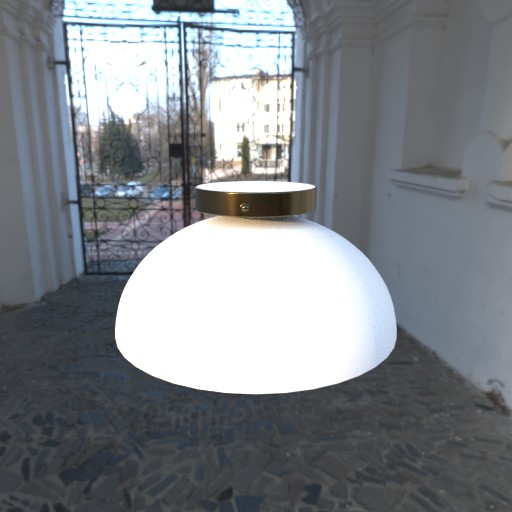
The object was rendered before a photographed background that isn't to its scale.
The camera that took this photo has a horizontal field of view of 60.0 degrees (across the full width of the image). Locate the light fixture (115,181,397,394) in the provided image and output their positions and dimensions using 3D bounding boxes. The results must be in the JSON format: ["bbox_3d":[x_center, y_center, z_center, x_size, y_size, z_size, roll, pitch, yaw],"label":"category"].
[{"bbox_3d":[0.000,0.000,0.564,0.355,0.177,0.355,0,14,0],"label":"light fixture"}]
